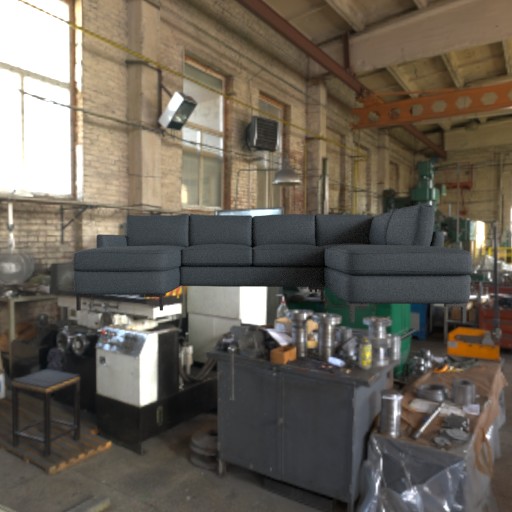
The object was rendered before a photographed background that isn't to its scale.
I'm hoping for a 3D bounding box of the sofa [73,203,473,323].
[{"bbox_3d":[0.000,0.000,3.955,2.975,0.858,1.984,0,2,0],"label":"sofa"}]
